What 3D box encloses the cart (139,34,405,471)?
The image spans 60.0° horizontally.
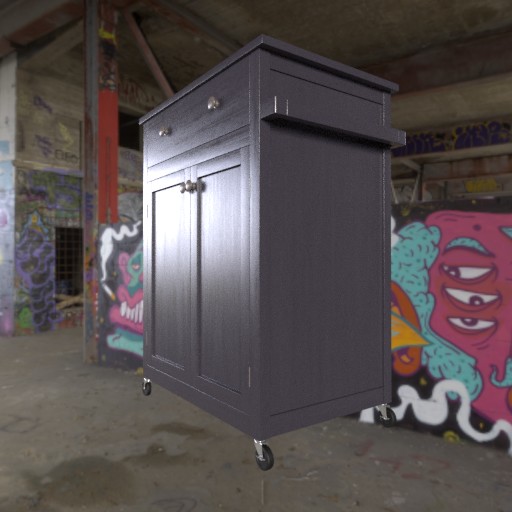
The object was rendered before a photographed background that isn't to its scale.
[{"bbox_3d":[0.000,0.000,1.259,0.449,0.878,0.690,0,-1,-36],"label":"cart"}]
